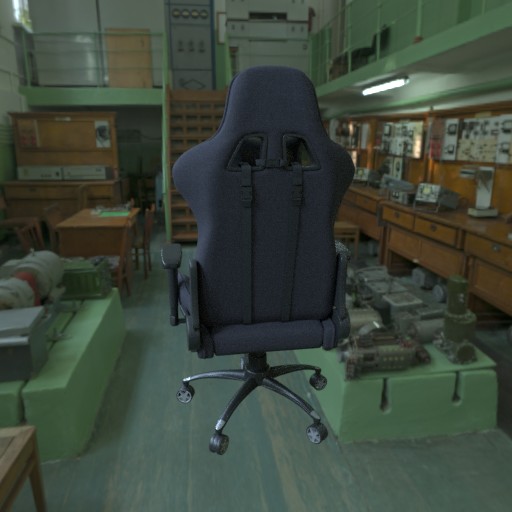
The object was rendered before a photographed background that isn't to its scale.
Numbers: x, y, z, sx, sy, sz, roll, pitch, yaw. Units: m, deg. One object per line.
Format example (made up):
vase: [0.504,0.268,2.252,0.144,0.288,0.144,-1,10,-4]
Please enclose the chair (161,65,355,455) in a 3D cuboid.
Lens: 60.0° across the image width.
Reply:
chair: [0.000,0.000,1.739,0.730,1.300,0.695,-2,15,-9]
